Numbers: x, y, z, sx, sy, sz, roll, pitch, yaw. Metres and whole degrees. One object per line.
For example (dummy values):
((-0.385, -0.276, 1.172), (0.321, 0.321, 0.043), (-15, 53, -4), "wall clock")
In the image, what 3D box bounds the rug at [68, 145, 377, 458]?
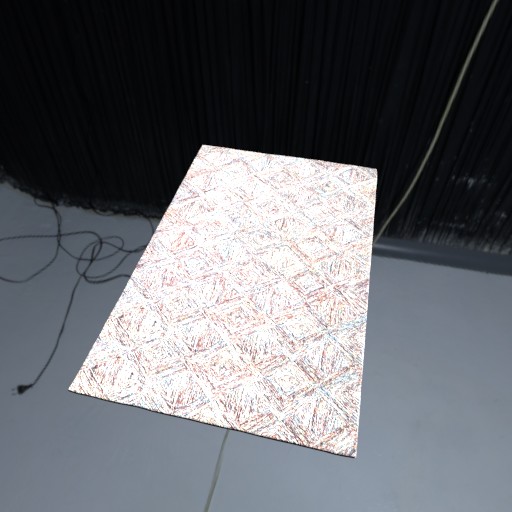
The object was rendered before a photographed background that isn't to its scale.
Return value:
((0.000, 0.000, 2.257), (1.143, 0.014, 1.761), (10, 49, 9), "rug")
